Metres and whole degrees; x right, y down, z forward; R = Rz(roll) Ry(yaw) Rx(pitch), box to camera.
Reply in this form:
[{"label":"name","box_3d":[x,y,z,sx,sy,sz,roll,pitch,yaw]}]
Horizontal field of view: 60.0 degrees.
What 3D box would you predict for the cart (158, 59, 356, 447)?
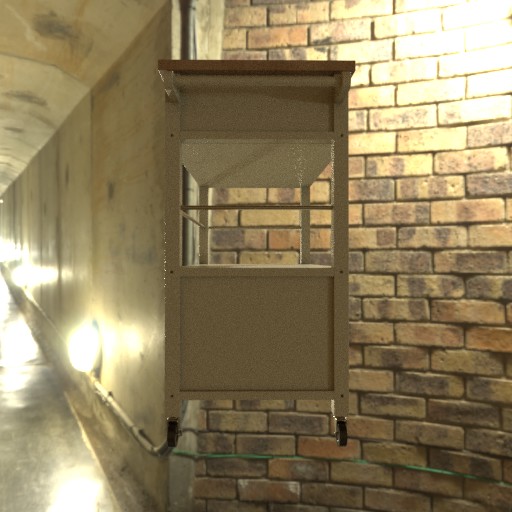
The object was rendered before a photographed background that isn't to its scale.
[{"label":"cart","box_3d":[0.000,0.000,1.363,0.459,0.901,0.840,0,0,-1]}]
